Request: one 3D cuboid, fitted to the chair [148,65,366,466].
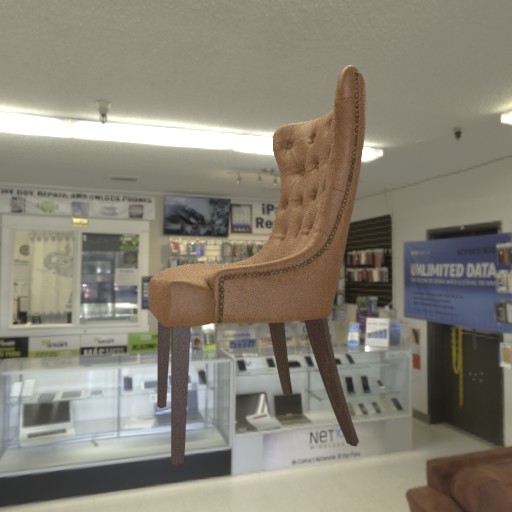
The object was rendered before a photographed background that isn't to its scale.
[{"bbox_3d":[0.000,0.000,1.438,0.669,1.065,0.611,1,-2,-17],"label":"chair"}]
